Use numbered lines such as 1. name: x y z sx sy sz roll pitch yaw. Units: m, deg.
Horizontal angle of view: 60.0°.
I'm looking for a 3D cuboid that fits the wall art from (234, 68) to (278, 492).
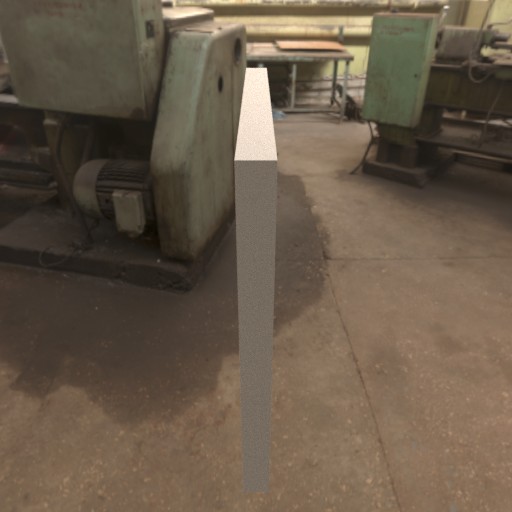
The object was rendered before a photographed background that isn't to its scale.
1. wall art: 0.000 0.000 1.878 0.098 1.291 1.289 0 31 0
